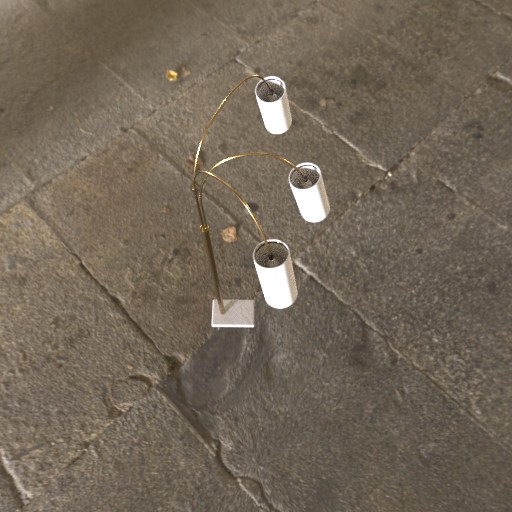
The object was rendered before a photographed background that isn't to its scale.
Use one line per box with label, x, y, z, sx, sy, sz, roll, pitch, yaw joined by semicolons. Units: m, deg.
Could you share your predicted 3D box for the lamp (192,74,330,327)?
lamp;0.000;0.000;2.503;0.667;2.055;1.020;0;65;0
